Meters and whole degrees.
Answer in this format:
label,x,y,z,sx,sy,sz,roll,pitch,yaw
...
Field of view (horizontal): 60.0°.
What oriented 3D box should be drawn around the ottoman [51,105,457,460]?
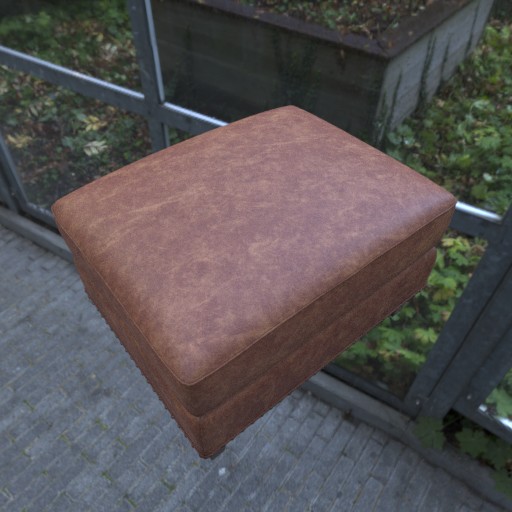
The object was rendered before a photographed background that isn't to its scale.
label,x,y,z,sx,sy,sz,roll,pitch,yaw
ottoman,0.000,0.000,1.113,0.742,0.486,0.586,-30,53,-26
